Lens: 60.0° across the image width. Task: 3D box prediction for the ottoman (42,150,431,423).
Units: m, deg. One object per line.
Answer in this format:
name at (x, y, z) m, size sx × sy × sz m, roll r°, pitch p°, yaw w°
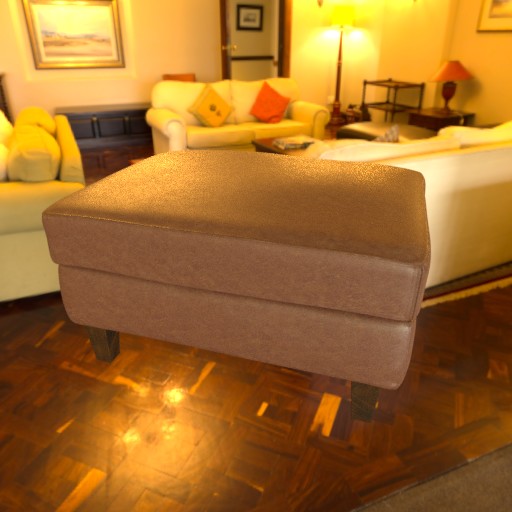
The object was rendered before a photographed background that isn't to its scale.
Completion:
ottoman at (0.000, 0.000, 1.230) m, size 0.851 × 0.485 × 0.650 m, roll 8°, pitch 27°, yaw 16°
